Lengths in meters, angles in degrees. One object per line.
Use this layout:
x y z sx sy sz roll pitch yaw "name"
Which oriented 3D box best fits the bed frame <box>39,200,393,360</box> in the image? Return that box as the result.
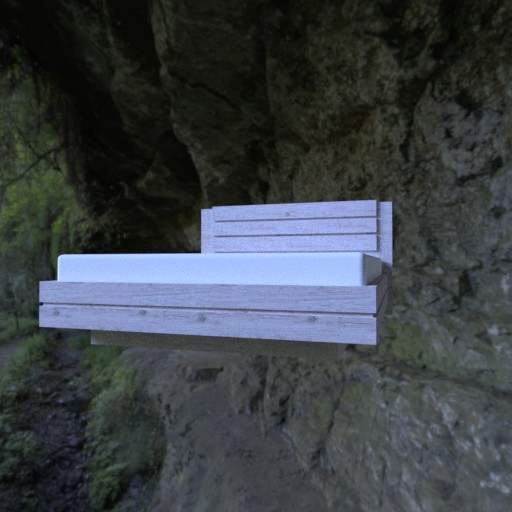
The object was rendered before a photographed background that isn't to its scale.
0.000 0.000 3.015 1.750 0.970 2.080 0 -1 18 "bed frame"
